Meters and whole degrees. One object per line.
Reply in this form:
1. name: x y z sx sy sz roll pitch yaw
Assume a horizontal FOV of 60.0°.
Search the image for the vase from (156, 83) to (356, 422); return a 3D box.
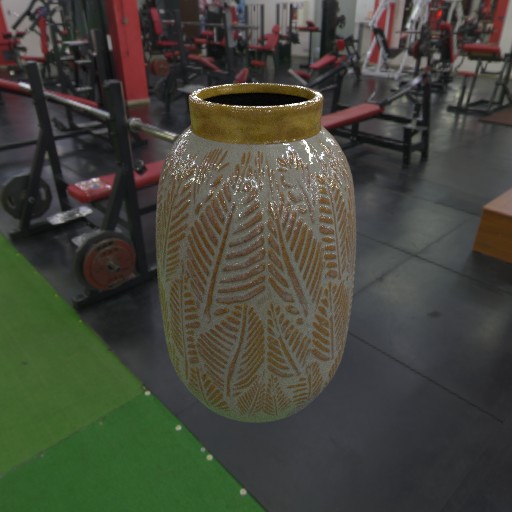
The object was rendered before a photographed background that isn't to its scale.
1. vase: 0.000 0.000 0.386 0.172 0.270 0.172 0 30 0
